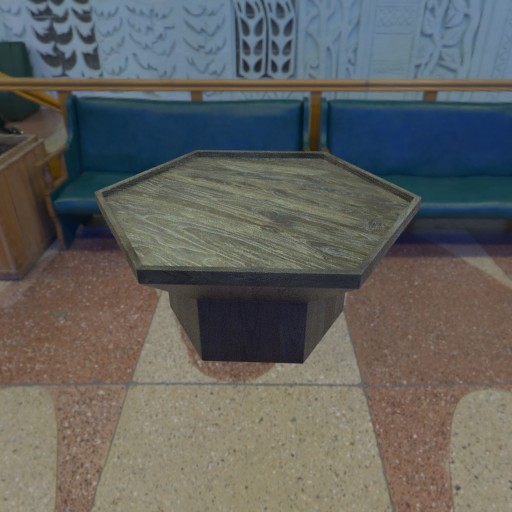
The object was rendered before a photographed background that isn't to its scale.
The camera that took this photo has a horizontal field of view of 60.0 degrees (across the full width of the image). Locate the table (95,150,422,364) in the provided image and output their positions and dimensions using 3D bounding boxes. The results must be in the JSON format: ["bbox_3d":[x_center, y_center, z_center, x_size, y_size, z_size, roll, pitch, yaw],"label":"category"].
[{"bbox_3d":[0.000,0.000,1.634,1.115,0.488,0.966,1,31,2],"label":"table"}]
